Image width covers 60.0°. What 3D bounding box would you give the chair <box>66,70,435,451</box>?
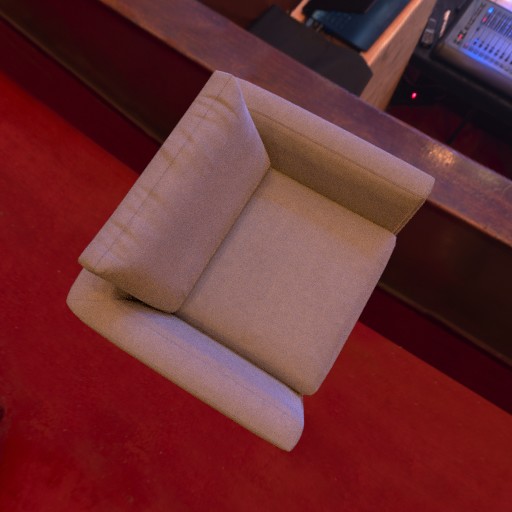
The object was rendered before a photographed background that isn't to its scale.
[{"bbox_3d":[0.000,0.000,1.660,0.889,0.864,1.041,30,77,7],"label":"chair"}]
